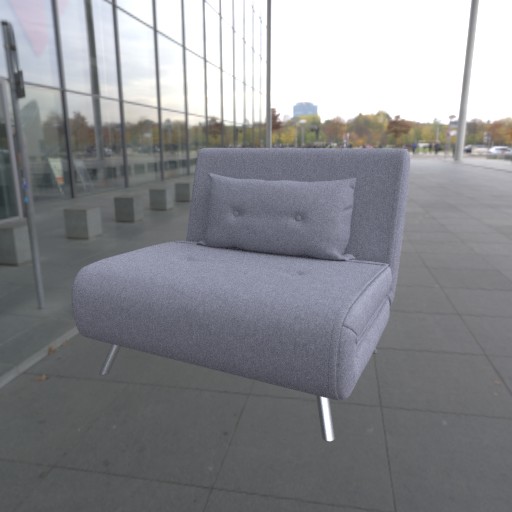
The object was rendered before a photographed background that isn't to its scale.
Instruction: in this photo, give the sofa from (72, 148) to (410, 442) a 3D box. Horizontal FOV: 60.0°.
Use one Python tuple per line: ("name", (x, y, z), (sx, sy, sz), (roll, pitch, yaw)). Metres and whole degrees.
("sofa", (0.000, 0.000, 1.758), (1.020, 0.825, 1.000), (7, 16, 25))
